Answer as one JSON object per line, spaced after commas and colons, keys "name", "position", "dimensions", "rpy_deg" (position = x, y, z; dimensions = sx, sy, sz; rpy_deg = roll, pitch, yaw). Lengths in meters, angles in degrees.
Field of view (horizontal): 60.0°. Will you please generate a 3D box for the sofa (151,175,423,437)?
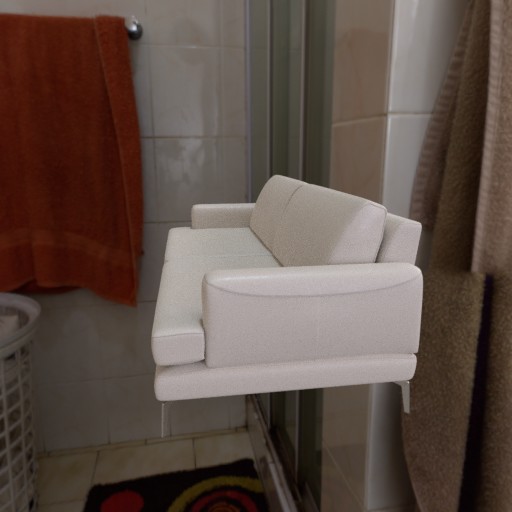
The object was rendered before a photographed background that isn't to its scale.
{"name": "sofa", "position": [0.000, 0.000, 2.362], "dimensions": [0.974, 0.765, 1.940], "rpy_deg": [-2, 14, -9]}
